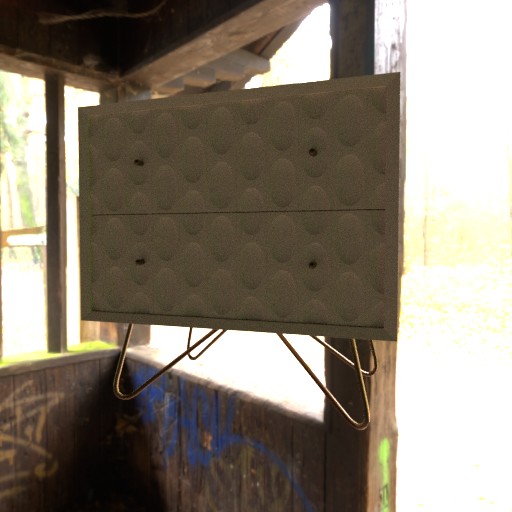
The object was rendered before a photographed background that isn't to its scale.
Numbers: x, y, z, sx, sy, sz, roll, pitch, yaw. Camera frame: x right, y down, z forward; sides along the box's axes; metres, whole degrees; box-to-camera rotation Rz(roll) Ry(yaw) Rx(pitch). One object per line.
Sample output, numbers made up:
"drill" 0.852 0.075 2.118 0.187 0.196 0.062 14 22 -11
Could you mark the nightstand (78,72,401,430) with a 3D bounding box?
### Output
"nightstand" 0.000 0.000 1.005 0.614 0.604 0.447 1 2 18
